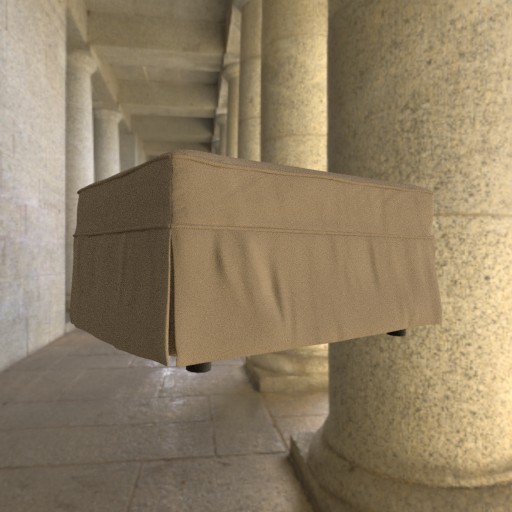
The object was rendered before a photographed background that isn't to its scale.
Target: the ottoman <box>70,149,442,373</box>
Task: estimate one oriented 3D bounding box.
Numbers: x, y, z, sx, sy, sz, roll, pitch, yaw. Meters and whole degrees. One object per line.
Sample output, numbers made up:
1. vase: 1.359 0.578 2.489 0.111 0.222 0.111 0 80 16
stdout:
1. ottoman: 0.000 0.000 1.345 0.959 0.482 0.721 0 0 -37
